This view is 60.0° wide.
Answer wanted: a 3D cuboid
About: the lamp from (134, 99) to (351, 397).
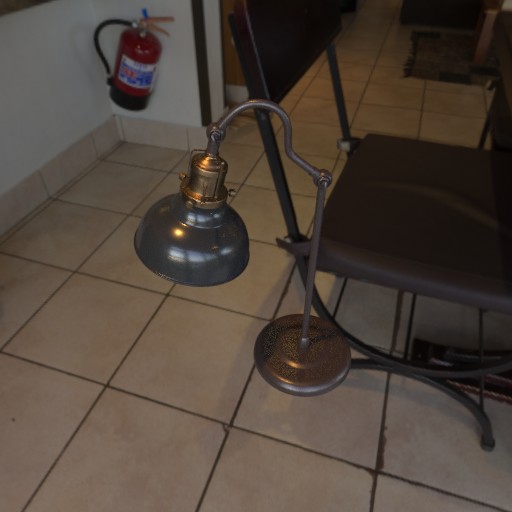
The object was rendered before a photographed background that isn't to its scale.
[{"bbox_3d":[0.000,0.000,0.713,0.374,0.508,0.192,0,40,0],"label":"lamp"}]
